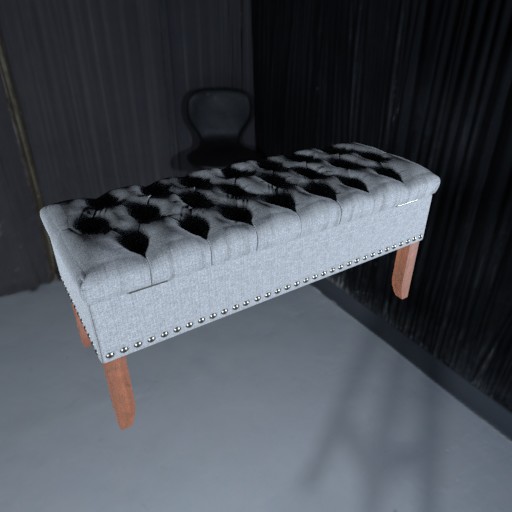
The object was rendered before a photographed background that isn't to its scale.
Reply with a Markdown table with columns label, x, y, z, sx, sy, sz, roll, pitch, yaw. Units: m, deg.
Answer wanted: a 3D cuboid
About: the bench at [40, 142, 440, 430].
| label | x | y | z | sx | sy | sz | roll | pitch | yaw |
| --- | --- | --- | --- | --- | --- | --- | --- | --- | --- |
| bench | 0.000 | 0.000 | 1.322 | 1.052 | 0.470 | 0.417 | -18 | 35 | -28 |
